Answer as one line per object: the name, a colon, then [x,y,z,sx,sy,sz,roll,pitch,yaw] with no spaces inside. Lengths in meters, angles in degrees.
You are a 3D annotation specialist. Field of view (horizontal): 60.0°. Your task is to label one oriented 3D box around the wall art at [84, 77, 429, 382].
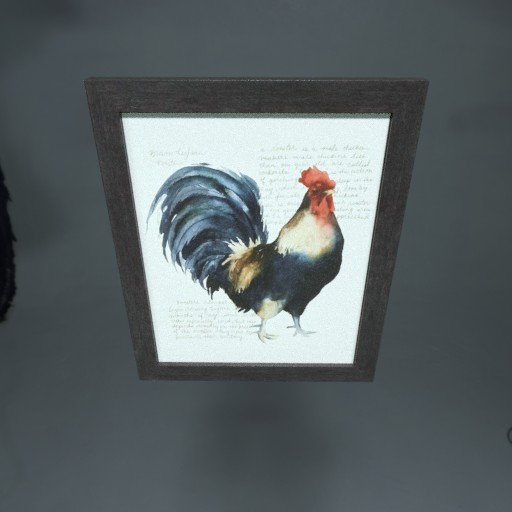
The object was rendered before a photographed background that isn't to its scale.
wall art: [0.000,0.000,0.772,0.479,0.580,0.027,0,31,1]
